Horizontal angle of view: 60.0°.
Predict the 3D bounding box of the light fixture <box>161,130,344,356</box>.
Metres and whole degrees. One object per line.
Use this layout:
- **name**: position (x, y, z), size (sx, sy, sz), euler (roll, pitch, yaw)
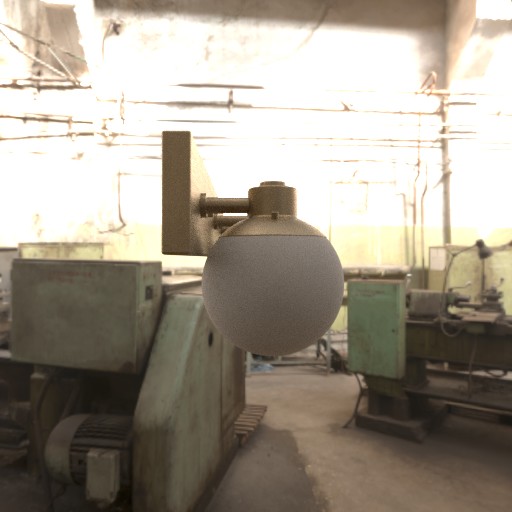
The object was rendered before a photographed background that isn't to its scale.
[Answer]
- **light fixture**: position (0.000, 0.000, 0.830), size (0.218, 0.263, 0.721), euler (0, 0, -1)
